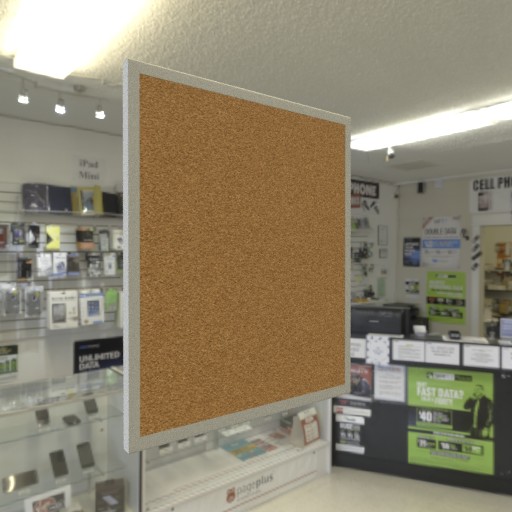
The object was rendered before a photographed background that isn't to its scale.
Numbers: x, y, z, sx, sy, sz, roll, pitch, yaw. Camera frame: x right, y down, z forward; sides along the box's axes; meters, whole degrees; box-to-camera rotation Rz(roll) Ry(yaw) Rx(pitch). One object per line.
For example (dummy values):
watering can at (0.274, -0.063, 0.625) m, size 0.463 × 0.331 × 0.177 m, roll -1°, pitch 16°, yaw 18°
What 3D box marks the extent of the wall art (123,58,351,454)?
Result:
wall art at (0.000, 0.000, 0.739) m, size 0.444 × 0.536 × 0.020 m, roll 0°, pitch 1°, yaw -37°
